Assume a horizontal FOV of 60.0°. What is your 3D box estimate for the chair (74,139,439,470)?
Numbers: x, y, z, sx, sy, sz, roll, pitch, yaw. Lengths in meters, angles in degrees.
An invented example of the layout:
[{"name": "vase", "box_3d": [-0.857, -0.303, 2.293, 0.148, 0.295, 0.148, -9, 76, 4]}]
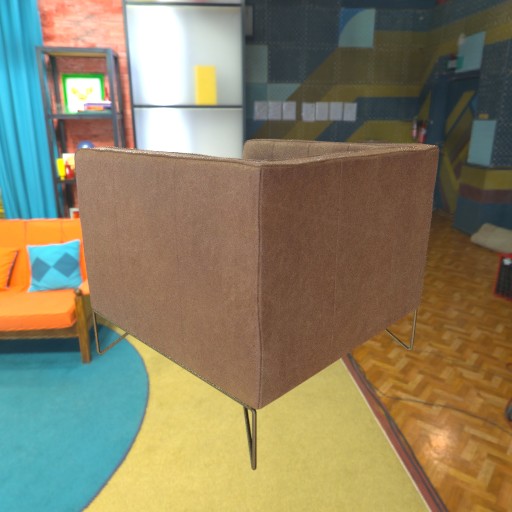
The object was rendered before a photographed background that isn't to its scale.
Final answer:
[{"name": "chair", "box_3d": [0.000, 0.000, 1.626, 0.912, 0.797, 0.920, 16, 24, 42]}]
